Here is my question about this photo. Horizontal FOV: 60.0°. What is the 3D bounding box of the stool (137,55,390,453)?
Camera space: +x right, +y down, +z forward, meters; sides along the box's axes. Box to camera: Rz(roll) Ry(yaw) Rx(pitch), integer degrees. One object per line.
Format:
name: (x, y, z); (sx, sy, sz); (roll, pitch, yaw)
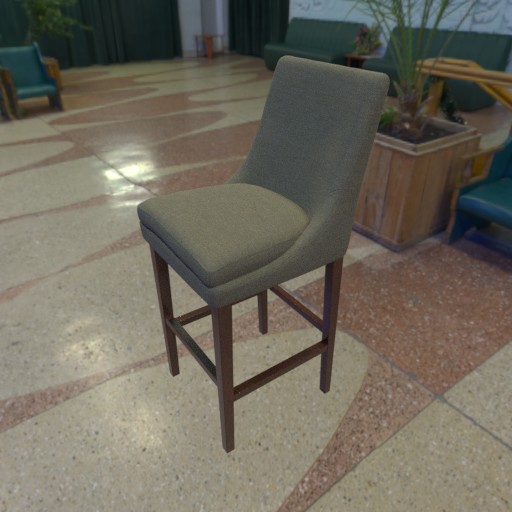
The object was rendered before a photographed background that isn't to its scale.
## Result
stool: (0.000, 0.000, 1.387); (0.577, 1.078, 0.470); (-20, 37, -29)
